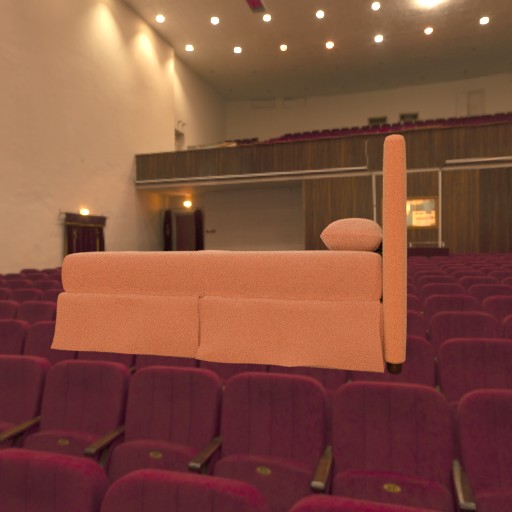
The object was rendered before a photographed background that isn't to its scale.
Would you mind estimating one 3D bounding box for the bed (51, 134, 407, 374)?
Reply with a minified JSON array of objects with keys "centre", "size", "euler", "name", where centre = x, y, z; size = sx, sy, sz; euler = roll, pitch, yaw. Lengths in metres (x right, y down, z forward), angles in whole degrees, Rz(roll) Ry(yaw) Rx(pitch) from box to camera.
[{"centre":[0.000,0.000,3.669],"size":[2.341,1.317,2.119],"euler":[0,0,18],"name":"bed"}]
